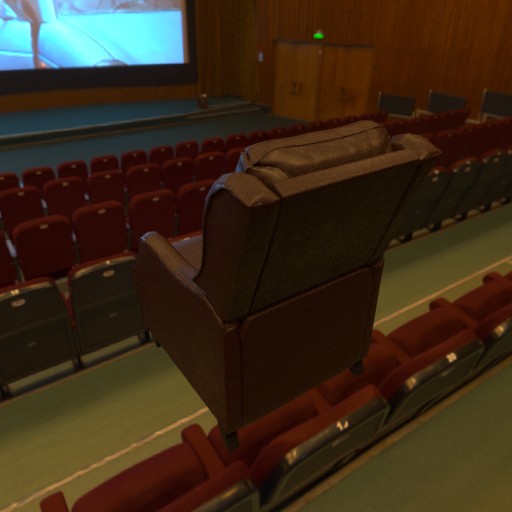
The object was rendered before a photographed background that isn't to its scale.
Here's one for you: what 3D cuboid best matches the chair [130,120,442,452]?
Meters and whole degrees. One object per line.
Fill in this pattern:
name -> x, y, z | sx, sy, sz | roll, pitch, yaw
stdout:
chair -> 0.000, 0.000, 1.782 | 0.770, 1.132, 0.982 | -19, 35, -30
